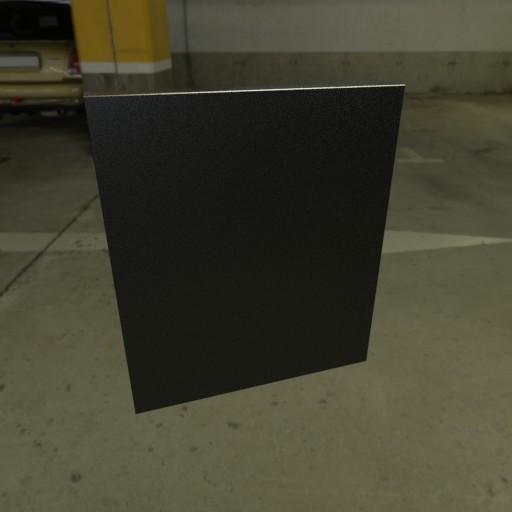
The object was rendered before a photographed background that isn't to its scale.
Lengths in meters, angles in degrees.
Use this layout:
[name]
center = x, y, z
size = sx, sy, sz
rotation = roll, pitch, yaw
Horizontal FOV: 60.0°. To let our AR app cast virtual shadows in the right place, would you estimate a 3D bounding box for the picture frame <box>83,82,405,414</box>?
[picture frame]
center = 0.000, 0.000, 0.531
size = 0.328, 0.378, 0.034
rotation = -8, 28, -16
